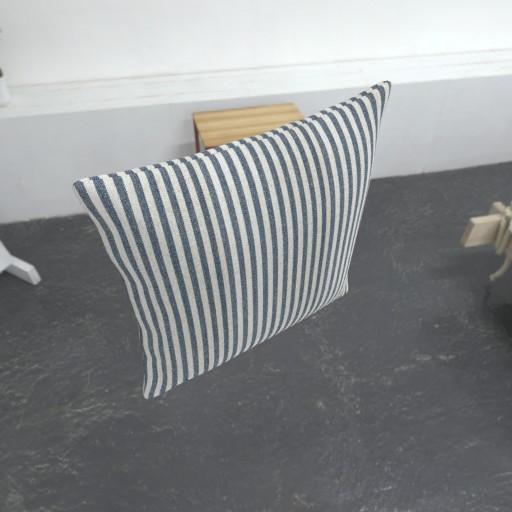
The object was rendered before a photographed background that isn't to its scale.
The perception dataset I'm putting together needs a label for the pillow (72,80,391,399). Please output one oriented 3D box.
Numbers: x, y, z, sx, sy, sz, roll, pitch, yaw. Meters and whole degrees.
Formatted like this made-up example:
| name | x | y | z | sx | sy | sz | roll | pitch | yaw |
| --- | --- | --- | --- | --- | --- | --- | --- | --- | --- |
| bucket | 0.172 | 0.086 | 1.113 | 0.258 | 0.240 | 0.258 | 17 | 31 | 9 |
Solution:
| name | x | y | z | sx | sy | sz | roll | pitch | yaw |
| --- | --- | --- | --- | --- | --- | --- | --- | --- | --- |
| pillow | 0.000 | 0.000 | 0.792 | 0.523 | 0.510 | 0.166 | -25 | 50 | -22 |
